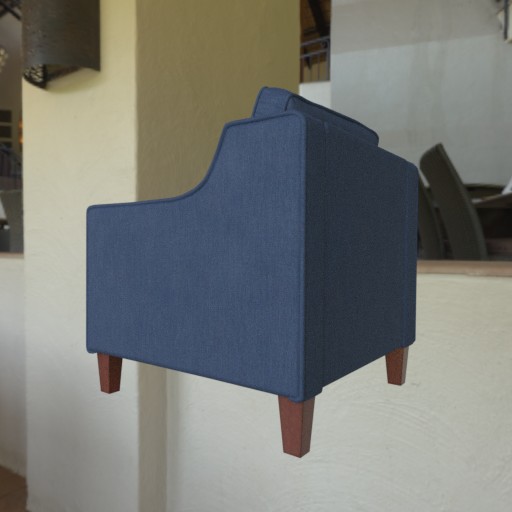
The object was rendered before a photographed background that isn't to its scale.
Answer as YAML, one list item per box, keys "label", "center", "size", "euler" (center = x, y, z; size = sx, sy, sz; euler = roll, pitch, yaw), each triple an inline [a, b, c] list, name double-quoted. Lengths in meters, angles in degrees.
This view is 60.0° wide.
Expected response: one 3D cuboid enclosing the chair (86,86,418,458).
- label: "chair"
  center: [0.000, 0.000, 1.617]
  size: [0.909, 0.960, 0.831]
  euler: [1, 1, 37]
